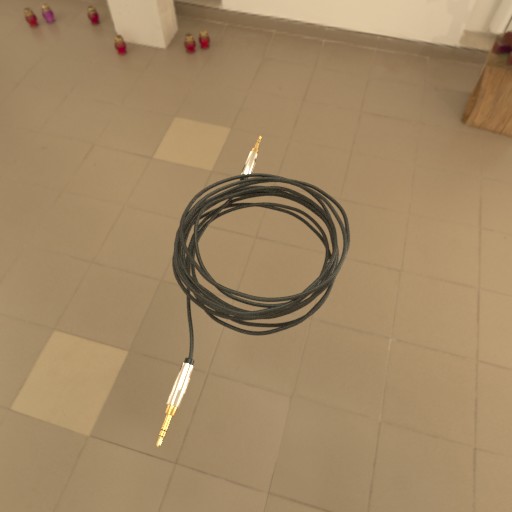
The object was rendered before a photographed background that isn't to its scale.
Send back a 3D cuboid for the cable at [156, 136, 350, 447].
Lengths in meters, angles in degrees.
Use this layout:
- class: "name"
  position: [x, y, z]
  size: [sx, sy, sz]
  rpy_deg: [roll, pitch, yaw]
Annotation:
- class: "cable"
  position: [0.000, 0.000, 0.505]
  size: [0.198, 0.069, 0.432]
  rpy_deg: [13, 59, 8]
